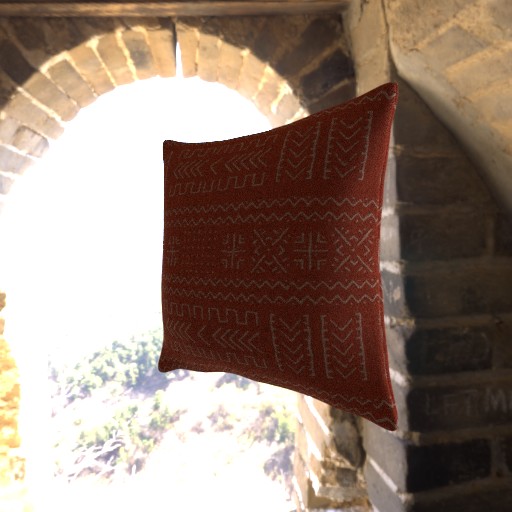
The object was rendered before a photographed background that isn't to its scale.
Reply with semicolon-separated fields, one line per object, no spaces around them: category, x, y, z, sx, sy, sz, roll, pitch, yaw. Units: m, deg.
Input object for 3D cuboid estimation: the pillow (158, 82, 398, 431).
pillow;0.000;0.000;0.674;0.438;0.429;0.164;0;0;37
